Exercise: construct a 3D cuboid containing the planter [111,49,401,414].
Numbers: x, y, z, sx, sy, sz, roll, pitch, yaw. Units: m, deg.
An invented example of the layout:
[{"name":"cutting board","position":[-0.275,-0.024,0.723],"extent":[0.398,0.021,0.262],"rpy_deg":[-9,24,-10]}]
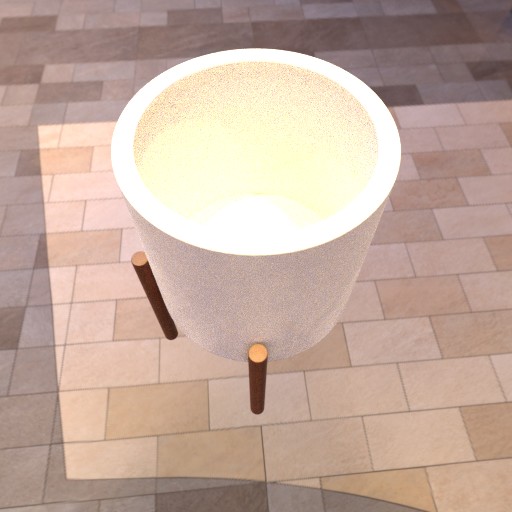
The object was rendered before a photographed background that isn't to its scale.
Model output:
[{"name":"planter","position":[0.000,0.000,0.929],"extent":[0.417,0.670,0.417],"rpy_deg":[34,64,19]}]
